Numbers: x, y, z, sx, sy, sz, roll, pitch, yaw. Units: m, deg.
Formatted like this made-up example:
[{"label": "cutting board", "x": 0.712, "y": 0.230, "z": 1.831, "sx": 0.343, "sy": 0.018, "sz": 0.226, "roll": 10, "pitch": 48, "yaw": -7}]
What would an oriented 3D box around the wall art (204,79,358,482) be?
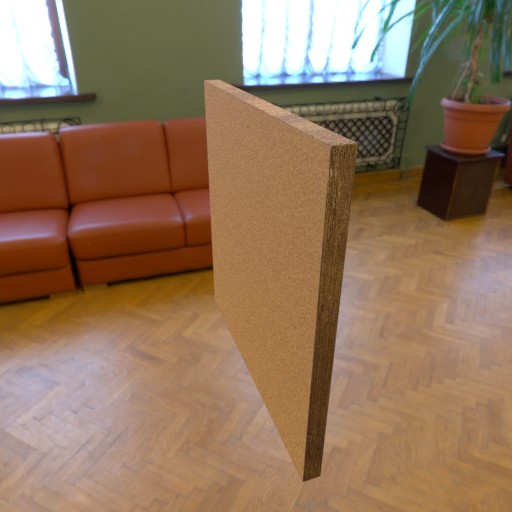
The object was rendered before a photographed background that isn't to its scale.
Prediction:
[{"label": "wall art", "x": 0.000, "y": 0.000, "z": 0.905, "sx": 0.042, "sy": 0.608, "sz": 0.611, "roll": -10, "pitch": 31, "yaw": -17}]
